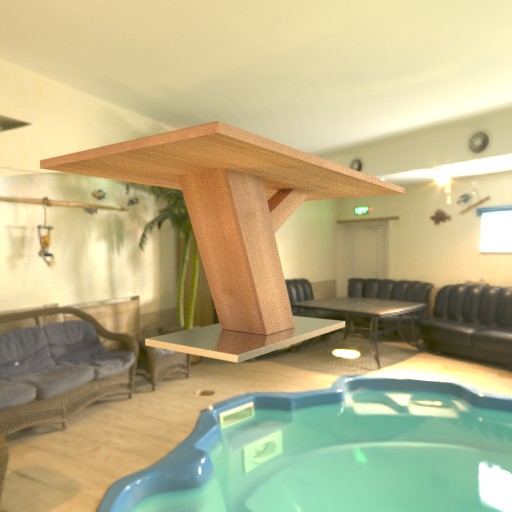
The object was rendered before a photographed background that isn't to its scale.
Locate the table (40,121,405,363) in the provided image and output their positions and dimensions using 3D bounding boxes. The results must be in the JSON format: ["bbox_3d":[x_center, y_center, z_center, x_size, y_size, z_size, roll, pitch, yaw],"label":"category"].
[{"bbox_3d":[0.000,0.000,2.099,0.900,0.750,1.600,1,1,36],"label":"table"}]
